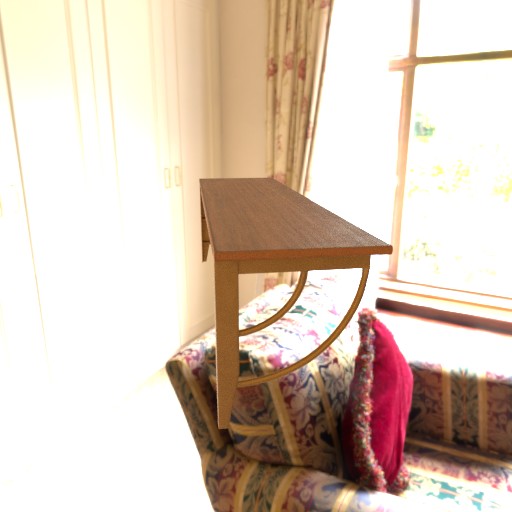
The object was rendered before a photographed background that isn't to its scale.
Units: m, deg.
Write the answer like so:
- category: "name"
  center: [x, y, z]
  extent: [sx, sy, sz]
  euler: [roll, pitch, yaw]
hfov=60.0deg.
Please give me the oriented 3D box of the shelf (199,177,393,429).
- category: "shelf"
  center: [0.000, 0.000, 0.728]
  extent: [0.166, 0.190, 0.636]
  euler: [-2, 16, -8]
